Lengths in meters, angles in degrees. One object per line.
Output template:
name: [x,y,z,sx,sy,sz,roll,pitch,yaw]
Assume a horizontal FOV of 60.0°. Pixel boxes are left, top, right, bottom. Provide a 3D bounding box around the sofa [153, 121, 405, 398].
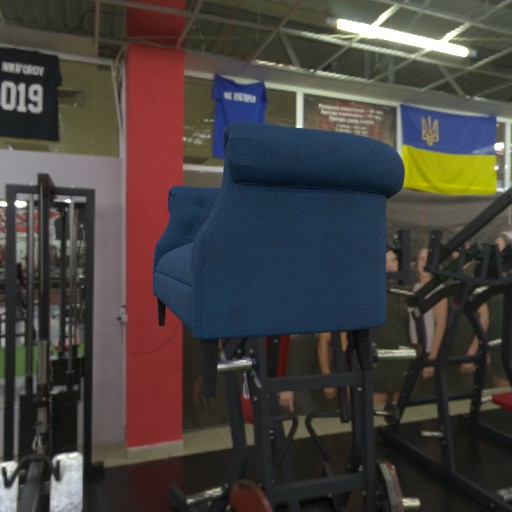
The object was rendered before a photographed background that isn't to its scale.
sofa: [0.000,0.000,2.070,0.835,0.827,1.558,0,1,-18]
